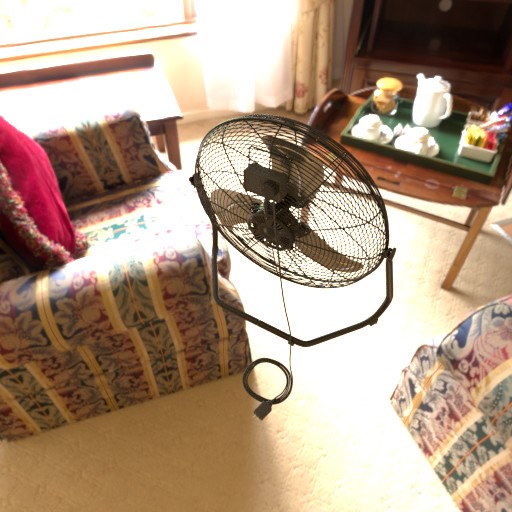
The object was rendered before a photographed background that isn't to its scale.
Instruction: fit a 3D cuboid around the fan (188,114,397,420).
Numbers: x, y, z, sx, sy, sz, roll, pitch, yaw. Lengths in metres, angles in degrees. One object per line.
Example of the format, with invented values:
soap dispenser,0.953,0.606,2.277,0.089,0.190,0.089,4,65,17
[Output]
fan,0.000,0.000,0.958,0.555,0.546,0.424,24,50,21
